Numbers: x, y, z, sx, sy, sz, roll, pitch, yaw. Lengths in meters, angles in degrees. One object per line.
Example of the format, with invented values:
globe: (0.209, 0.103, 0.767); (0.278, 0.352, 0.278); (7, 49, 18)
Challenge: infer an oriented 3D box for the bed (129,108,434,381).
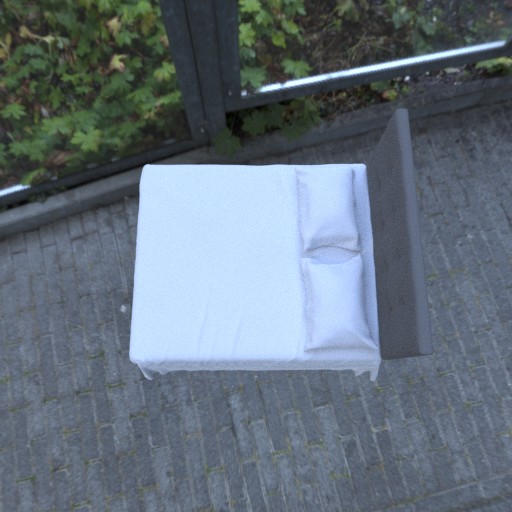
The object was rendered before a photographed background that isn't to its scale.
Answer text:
bed: (0.000, 0.000, 3.512); (2.222, 1.577, 1.936); (0, 75, 0)
